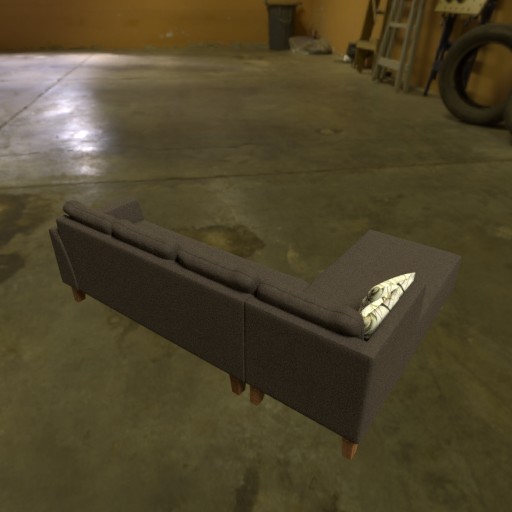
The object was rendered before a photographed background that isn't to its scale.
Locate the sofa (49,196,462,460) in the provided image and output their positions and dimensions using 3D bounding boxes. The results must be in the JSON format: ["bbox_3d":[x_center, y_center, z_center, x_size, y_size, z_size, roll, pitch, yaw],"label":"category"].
[{"bbox_3d":[0.000,0.000,3.513,2.679,0.932,1.829,20,36,30],"label":"sofa"}]
